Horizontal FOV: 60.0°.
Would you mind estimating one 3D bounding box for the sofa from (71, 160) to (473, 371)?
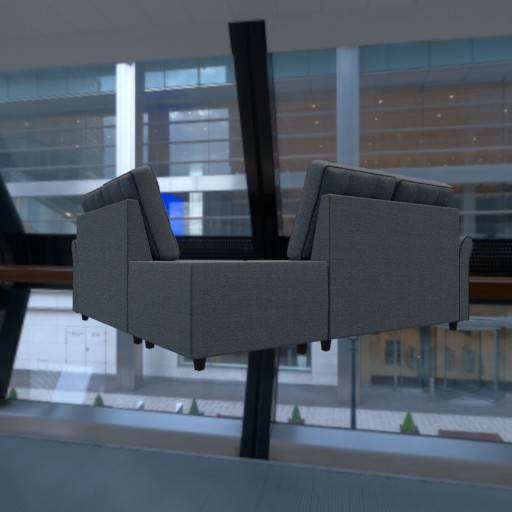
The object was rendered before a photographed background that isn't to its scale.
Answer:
[{"bbox_3d":[0.000,0.000,3.191,2.068,0.988,2.070,0,0,-35],"label":"sofa"}]
